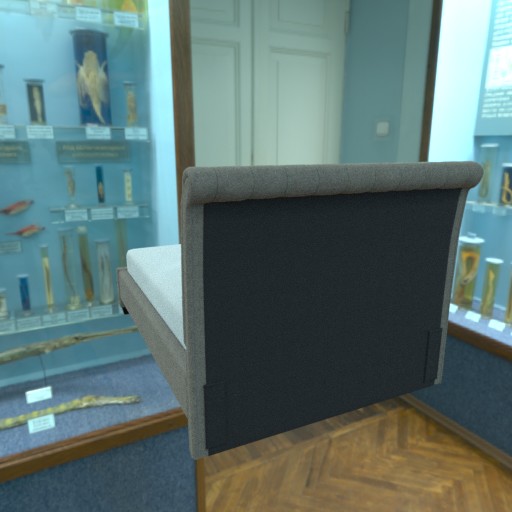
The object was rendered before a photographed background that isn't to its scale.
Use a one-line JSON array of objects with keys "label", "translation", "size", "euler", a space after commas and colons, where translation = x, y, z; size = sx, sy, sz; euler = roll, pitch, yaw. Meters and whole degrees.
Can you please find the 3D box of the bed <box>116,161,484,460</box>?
[{"label": "bed", "translation": [0.000, 0.000, 3.169], "size": [1.645, 1.371, 2.252], "euler": [-7, 16, -25]}]
